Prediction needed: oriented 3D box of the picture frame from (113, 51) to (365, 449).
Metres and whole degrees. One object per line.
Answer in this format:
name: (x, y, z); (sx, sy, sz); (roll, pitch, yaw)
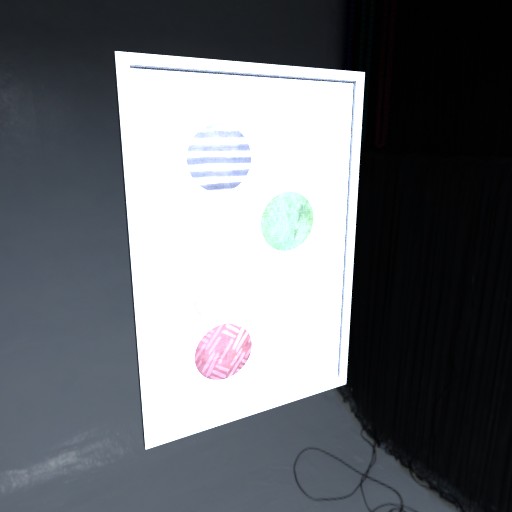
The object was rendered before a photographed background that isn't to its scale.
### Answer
picture frame: (0.000, 0.000, 0.818); (0.457, 0.657, 0.013); (-8, 17, -27)
